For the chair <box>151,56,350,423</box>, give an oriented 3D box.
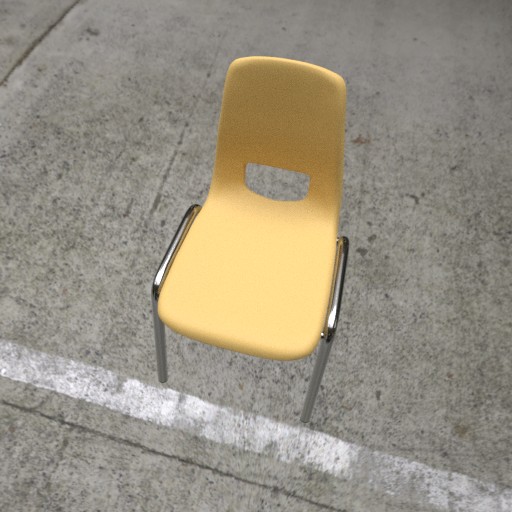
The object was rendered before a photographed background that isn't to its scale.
[{"bbox_3d":[0.000,0.000,0.854,0.354,0.586,0.423,13,58,8],"label":"chair"}]
